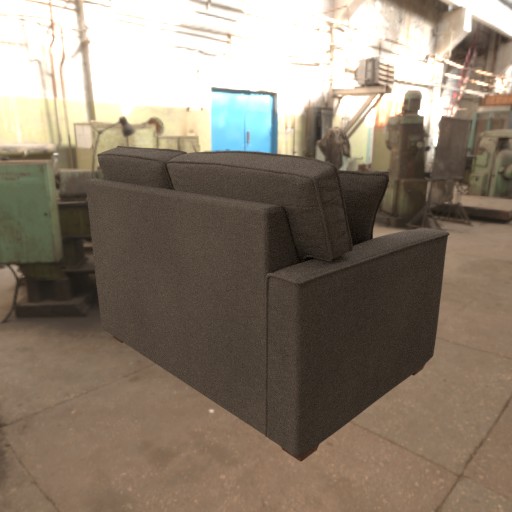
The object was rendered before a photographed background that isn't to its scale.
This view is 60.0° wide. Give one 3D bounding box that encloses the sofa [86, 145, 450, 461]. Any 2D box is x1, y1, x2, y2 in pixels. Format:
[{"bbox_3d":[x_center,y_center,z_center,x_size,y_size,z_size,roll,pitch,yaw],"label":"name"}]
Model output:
[{"bbox_3d":[0.000,0.000,2.066,0.991,0.989,1.388,-14,21,-42],"label":"sofa"}]
